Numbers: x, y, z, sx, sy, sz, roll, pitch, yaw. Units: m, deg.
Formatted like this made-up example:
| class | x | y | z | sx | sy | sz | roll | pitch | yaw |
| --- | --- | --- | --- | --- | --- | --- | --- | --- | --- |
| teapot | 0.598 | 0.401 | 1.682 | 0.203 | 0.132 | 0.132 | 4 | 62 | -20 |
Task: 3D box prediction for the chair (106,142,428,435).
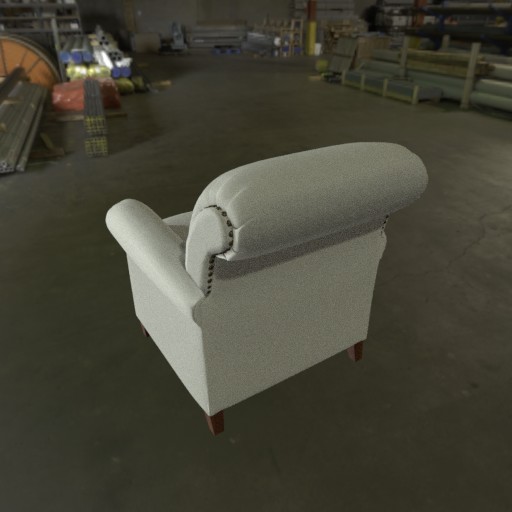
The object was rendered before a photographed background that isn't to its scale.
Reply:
| class | x | y | z | sx | sy | sz | roll | pitch | yaw |
| --- | --- | --- | --- | --- | --- | --- | --- | --- | --- |
| chair | 0.000 | 0.000 | 1.635 | 0.854 | 0.927 | 0.890 | -18 | 34 | -28 |
